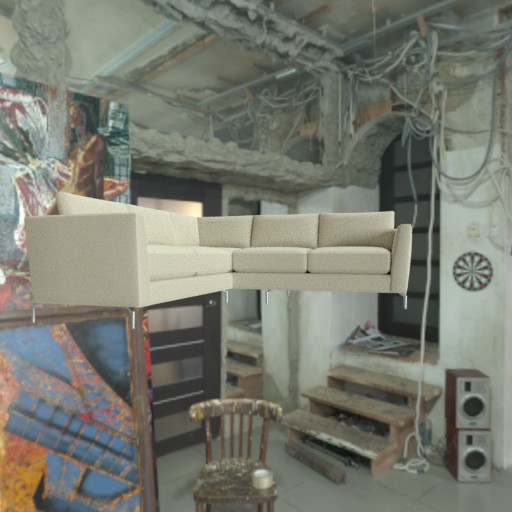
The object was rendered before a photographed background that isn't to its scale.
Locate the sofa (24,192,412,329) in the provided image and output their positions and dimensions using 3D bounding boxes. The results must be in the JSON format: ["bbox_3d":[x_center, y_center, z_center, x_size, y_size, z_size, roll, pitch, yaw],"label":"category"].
[{"bbox_3d":[0.000,0.000,3.655,2.448,0.867,2.430,0,0,18],"label":"sofa"}]
